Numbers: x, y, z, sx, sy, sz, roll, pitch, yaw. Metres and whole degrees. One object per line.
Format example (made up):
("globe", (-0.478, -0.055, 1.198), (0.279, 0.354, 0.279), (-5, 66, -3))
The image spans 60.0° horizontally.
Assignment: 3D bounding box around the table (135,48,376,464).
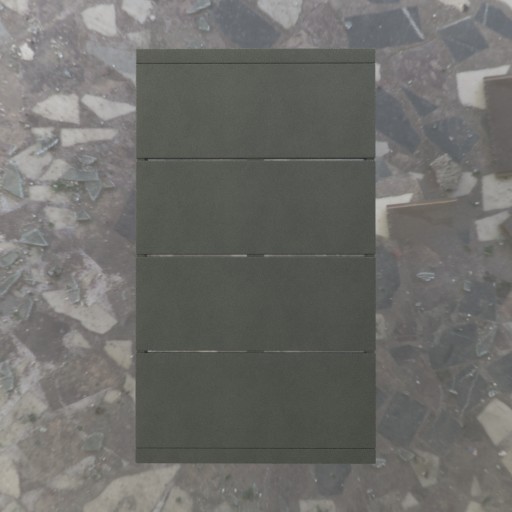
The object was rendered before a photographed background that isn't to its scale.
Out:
("table", (0.000, 0.000, 1.257), (0.559, 0.460, 0.965), (0, 90, 0))
